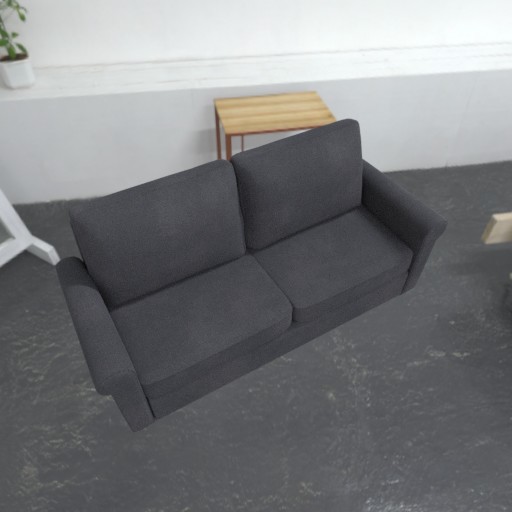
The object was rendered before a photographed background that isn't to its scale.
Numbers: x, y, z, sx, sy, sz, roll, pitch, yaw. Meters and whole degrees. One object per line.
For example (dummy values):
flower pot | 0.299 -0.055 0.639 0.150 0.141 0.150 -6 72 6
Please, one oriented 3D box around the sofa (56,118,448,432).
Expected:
sofa | 0.000 0.000 2.413 1.935 0.942 0.842 -23 51 -20
